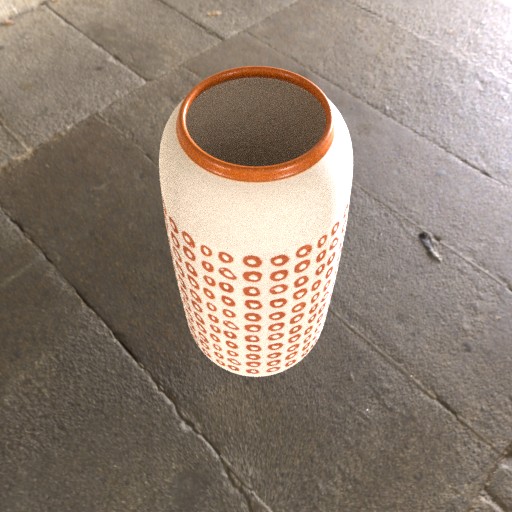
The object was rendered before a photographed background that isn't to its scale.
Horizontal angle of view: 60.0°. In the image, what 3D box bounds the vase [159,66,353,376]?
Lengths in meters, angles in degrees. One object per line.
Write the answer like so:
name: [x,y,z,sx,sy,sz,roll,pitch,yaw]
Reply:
vase: [0.000,0.000,0.351,0.133,0.282,0.133,0,58,0]
